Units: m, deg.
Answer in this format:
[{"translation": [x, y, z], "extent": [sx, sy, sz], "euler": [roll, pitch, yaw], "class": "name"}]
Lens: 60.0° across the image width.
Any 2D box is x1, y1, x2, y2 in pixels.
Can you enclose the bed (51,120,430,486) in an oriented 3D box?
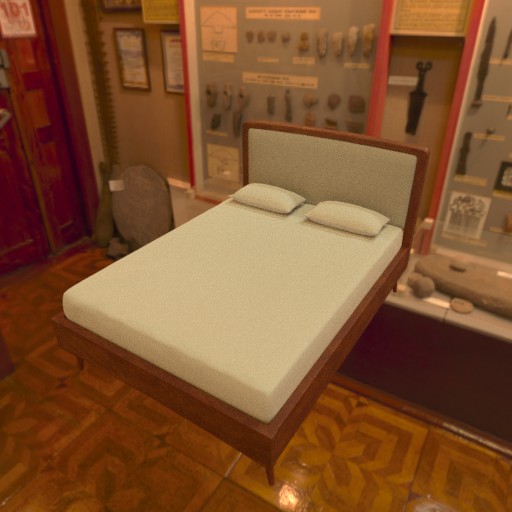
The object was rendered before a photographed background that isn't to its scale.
[{"translation": [0.000, 0.000, 3.072], "extent": [1.587, 1.275, 2.196], "euler": [18, 35, 28], "class": "bed"}]
